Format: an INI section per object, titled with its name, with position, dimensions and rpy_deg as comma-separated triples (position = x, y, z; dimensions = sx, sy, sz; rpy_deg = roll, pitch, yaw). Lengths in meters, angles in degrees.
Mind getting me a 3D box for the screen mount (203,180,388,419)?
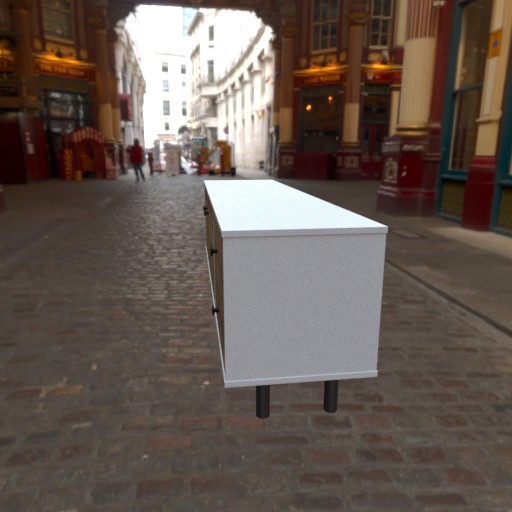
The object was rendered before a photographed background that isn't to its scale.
[screen mount]
position = 0.000, 0.000, 1.869
dimensions = 0.418, 0.520, 1.600
rpy_deg = -2, 14, -8
